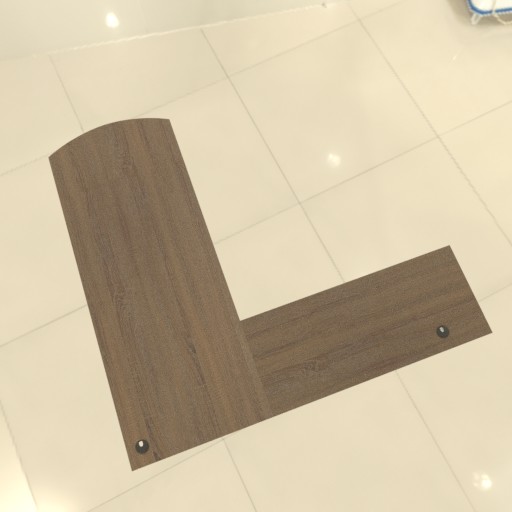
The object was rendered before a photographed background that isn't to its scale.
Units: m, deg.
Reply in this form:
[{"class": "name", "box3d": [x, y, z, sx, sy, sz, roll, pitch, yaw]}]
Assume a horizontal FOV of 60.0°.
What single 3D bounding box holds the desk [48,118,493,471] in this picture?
[{"class": "desk", "box3d": [0.000, 0.000, 2.051, 1.361, 0.716, 1.303, -19, 76, -5]}]
